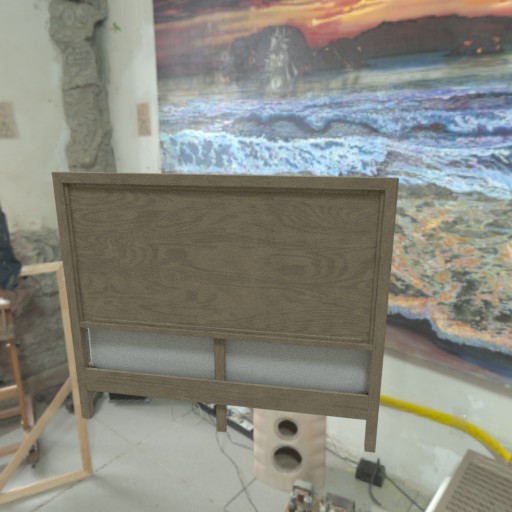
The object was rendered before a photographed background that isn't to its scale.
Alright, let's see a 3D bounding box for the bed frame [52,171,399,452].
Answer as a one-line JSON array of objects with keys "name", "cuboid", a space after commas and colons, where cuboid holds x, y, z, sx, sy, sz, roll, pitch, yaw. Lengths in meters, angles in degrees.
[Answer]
[{"name": "bed frame", "cuboid": [0.000, 0.000, 3.218, 1.606, 1.369, 2.189, 3, 16, 10]}]
